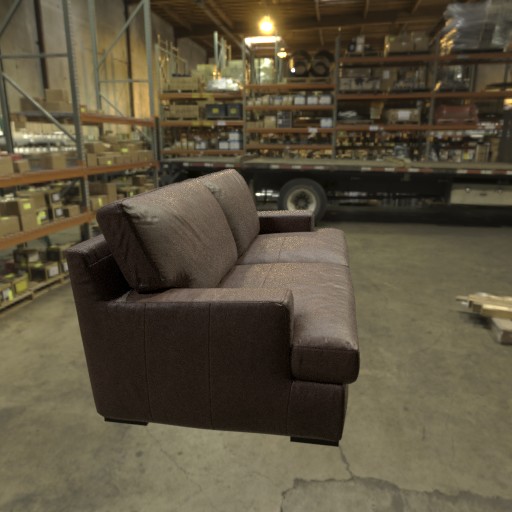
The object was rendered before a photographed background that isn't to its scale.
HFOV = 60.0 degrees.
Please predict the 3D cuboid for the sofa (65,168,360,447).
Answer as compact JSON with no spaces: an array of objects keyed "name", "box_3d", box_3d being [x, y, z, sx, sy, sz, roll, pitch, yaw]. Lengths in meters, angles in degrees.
[{"name":"sofa","box_3d":[0.000,0.000,2.708,1.143,0.941,2.261,2,15,9]}]
